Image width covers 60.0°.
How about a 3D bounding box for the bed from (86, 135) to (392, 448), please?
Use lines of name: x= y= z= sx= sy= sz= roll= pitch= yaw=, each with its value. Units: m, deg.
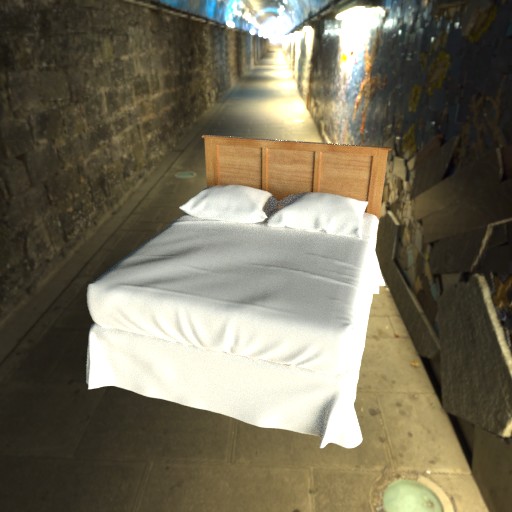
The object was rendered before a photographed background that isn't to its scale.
bed: x=0.000 y=0.000 z=3.235 sx=1.870 sy=1.273 sz=2.035 roll=8 pitch=27 yaw=16
